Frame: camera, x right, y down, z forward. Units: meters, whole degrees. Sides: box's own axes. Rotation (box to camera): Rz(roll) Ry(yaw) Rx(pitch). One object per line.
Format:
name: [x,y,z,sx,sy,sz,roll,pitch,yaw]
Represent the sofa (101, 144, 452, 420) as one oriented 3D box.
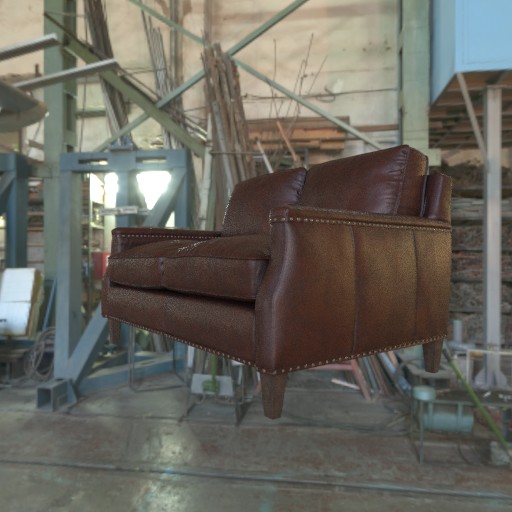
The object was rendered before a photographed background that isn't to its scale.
sofa: [0.000,0.000,2.250,1.083,1.003,1.628,0,0,-37]
